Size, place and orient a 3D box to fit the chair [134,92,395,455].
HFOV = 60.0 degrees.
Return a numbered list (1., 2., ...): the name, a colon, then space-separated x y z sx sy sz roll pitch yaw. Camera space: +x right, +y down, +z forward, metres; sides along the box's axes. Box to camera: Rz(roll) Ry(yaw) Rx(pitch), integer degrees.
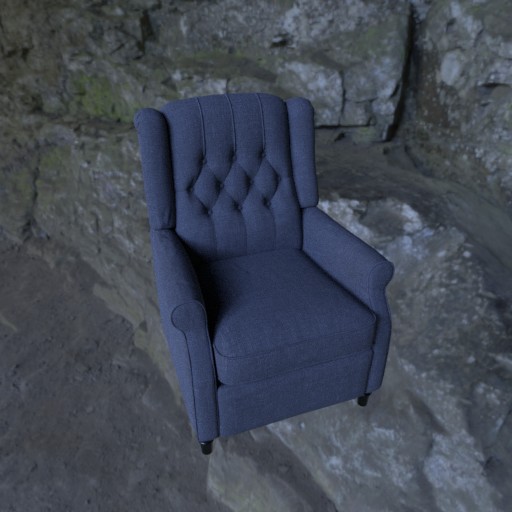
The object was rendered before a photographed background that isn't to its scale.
1. chair: 0.000 0.000 1.634 0.742 1.035 0.898 -10 31 -17
